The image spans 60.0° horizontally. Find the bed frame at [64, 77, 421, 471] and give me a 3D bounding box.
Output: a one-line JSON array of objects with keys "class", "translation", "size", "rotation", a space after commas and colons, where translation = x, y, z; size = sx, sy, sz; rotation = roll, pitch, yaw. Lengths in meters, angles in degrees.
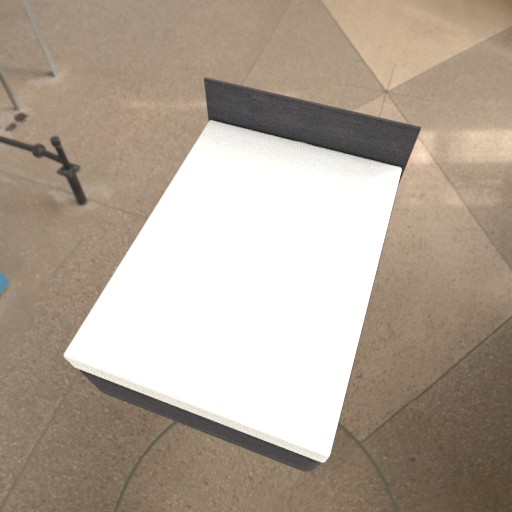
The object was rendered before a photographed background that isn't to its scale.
[{"class": "bed frame", "translation": [0.000, 0.000, 2.612], "size": [1.400, 0.800, 1.900], "rotation": [17, 59, 11]}]
